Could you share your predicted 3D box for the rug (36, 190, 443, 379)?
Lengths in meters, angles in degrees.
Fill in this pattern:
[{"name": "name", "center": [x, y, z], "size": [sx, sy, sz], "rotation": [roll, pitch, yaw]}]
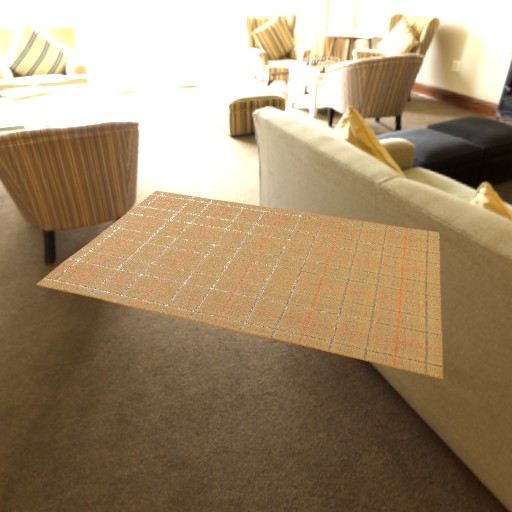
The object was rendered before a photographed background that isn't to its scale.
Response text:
[{"name": "rug", "center": [0.000, 0.000, 3.100], "size": [2.439, 0.015, 1.524], "rotation": [10, 34, 16]}]
